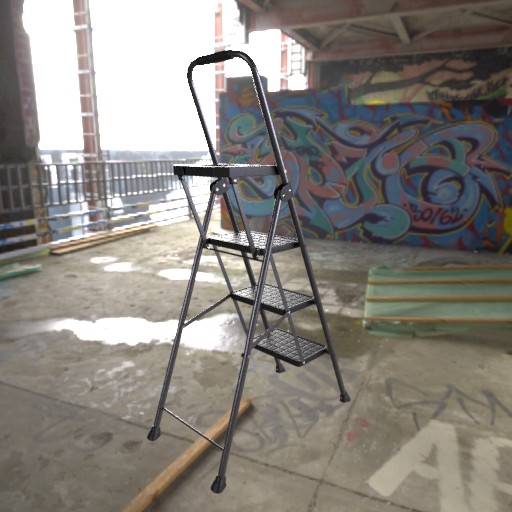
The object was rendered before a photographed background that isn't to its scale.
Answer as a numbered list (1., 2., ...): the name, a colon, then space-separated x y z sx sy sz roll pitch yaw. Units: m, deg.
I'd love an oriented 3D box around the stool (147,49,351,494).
1. stool: 0.000 0.000 1.561 0.396 1.277 0.733 13 18 43
